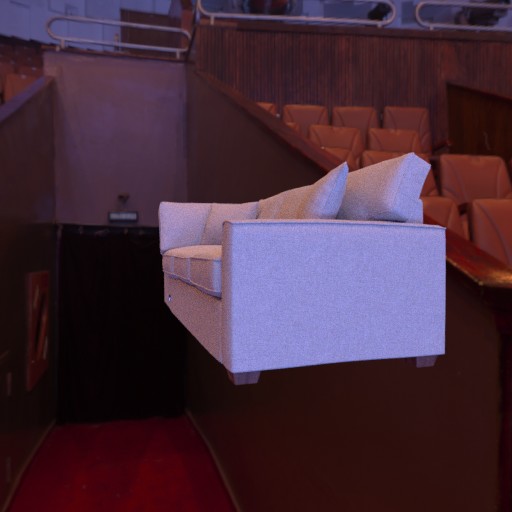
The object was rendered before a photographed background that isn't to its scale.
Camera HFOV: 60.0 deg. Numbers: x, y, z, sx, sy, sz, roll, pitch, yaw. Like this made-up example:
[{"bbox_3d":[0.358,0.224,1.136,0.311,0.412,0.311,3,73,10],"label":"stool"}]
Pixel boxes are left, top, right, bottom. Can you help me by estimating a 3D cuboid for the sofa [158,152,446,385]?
[{"bbox_3d":[0.000,0.000,2.908,1.061,0.962,2.317,0,1,-18],"label":"sofa"}]
